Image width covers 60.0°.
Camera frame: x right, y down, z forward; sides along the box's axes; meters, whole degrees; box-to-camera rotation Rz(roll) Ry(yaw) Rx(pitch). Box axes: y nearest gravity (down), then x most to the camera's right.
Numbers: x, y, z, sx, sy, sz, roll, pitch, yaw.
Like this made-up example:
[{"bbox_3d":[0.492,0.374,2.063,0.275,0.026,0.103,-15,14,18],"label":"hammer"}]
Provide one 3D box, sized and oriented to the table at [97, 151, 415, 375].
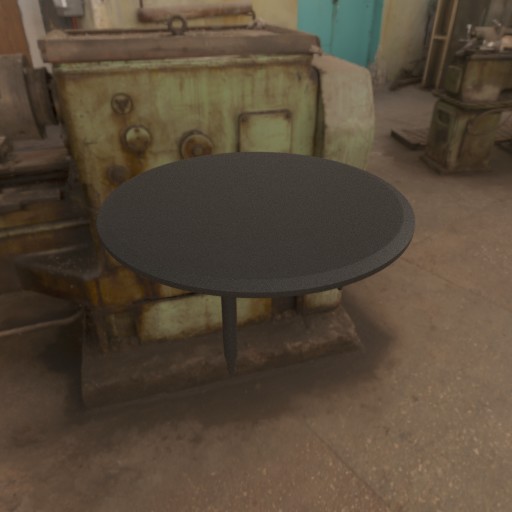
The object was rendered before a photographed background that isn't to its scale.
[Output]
[{"bbox_3d":[0.000,0.000,1.408,0.900,0.400,0.900,0,32,0],"label":"table"}]
